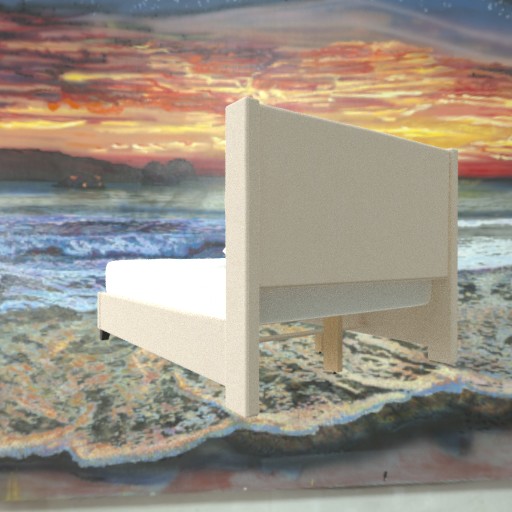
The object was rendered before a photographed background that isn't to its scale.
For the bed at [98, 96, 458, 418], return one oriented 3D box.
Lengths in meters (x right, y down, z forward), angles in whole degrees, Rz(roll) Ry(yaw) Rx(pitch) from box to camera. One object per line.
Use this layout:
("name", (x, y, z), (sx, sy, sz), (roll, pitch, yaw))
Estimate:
("bed", (0.000, 0.000, 3.450), (1.778, 1.471, 2.293), (0, 0, -36))
